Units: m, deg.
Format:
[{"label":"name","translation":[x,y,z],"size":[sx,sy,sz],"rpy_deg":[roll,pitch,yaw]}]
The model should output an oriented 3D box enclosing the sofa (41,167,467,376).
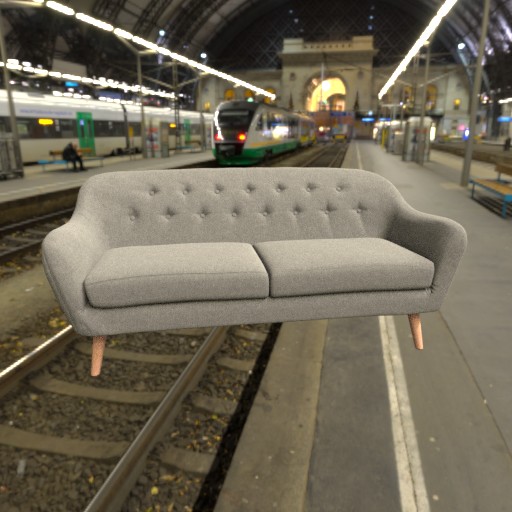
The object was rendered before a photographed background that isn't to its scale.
[{"label":"sofa","translation":[0.000,0.000,2.240],"size":[1.840,0.820,0.820],"rpy_deg":[-3,16,-9]}]
